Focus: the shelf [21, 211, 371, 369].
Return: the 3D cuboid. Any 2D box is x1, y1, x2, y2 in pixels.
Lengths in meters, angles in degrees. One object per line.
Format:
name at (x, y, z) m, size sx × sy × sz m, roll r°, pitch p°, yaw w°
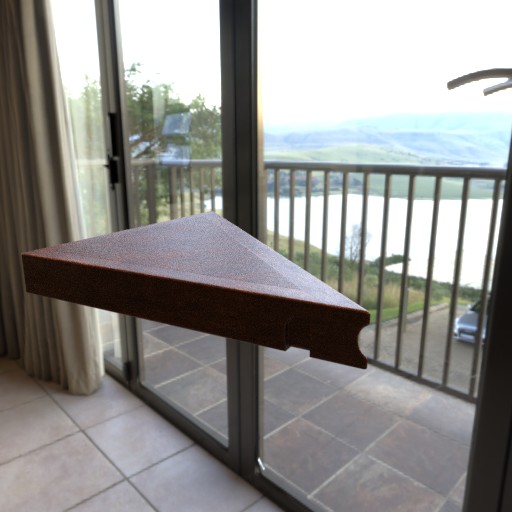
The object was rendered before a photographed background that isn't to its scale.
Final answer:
shelf at (0.000, 0.000, 0.438) m, size 0.296 × 0.035 × 0.296 m, roll 7°, pitch 15°, yaw 27°
